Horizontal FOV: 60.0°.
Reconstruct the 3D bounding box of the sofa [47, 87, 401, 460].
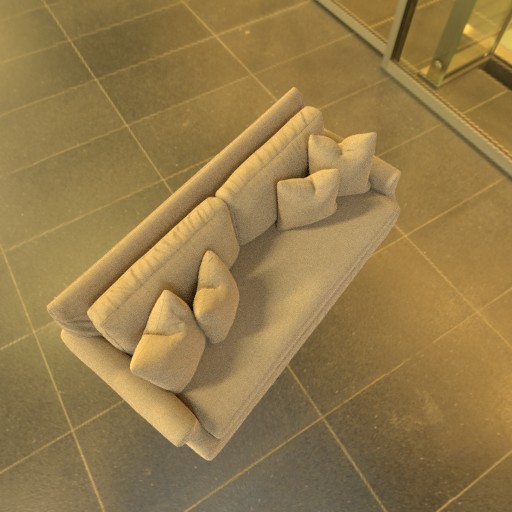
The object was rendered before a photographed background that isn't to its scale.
[{"bbox_3d":[0.000,0.000,2.834,1.067,0.904,2.285,34,65,18],"label":"sofa"}]
